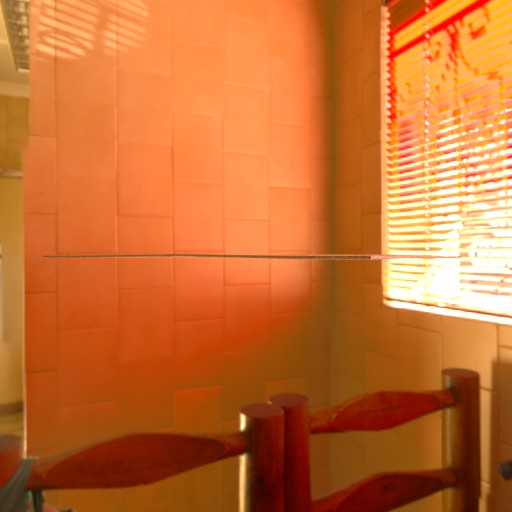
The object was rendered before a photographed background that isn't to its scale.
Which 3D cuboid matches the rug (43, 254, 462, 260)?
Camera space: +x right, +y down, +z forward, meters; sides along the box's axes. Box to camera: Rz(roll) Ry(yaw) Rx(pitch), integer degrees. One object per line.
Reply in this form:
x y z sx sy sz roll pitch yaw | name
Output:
0.000 0.000 4.222 3.202 0.045 2.434 0 0 36 | rug
